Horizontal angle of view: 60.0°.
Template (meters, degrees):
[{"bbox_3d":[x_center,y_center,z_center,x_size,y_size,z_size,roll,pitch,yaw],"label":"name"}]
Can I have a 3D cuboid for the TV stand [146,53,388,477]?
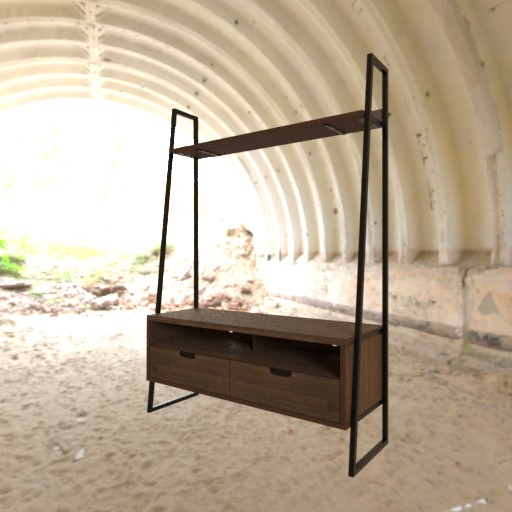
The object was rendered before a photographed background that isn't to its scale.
[{"bbox_3d":[0.000,0.000,2.297,1.250,1.772,0.432,0,0,36],"label":"TV stand"}]
